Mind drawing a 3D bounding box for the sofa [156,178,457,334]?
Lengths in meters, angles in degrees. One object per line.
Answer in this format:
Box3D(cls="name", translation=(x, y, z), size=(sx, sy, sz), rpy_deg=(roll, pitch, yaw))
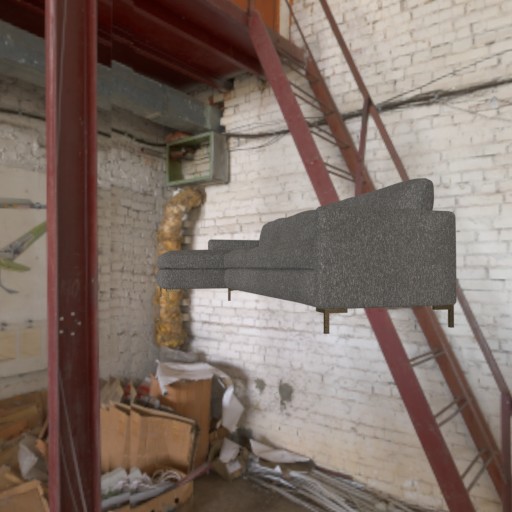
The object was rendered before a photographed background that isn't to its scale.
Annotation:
Box3D(cls="sofa", translation=(0.000, 0.000, 3.512), size=(1.350, 0.810, 2.932), rpy_deg=(0, -1, -17))
